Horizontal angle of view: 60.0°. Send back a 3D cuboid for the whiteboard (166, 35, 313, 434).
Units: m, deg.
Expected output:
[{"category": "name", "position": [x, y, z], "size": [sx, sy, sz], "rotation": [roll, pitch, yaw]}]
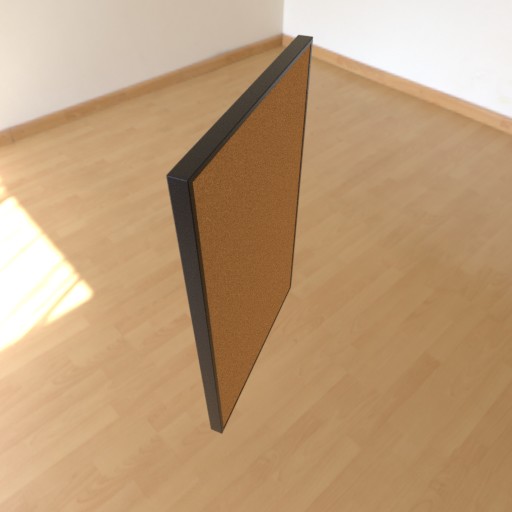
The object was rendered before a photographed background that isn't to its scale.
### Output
[{"category": "whiteboard", "position": [0.000, 0.000, 0.785], "size": [0.026, 0.611, 0.406], "rotation": [17, 48, 15]}]
